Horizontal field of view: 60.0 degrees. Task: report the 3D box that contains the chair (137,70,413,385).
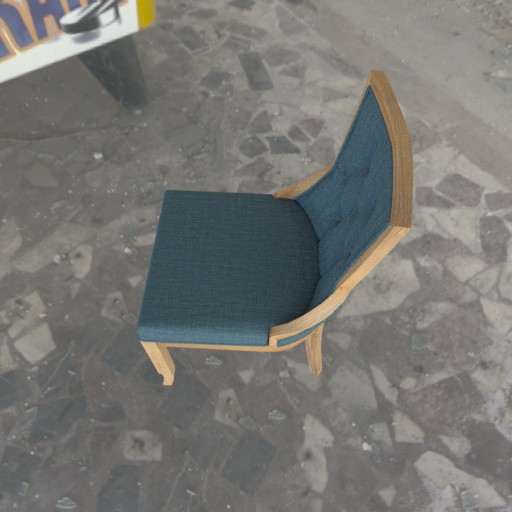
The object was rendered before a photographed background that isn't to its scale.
[{"bbox_3d":[0.000,0.000,1.320,0.641,0.947,0.524,2,57,1],"label":"chair"}]
